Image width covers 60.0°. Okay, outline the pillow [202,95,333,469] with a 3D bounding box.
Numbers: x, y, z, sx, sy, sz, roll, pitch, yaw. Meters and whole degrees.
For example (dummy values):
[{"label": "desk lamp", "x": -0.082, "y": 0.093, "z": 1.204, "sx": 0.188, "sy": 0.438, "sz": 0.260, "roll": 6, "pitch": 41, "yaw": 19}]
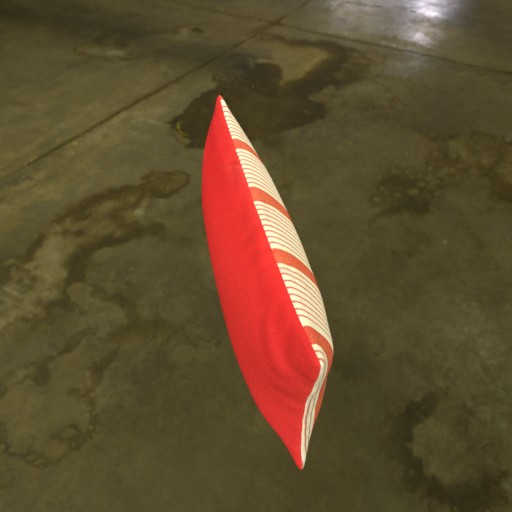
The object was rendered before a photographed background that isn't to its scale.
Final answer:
[{"label": "pillow", "x": 0.000, "y": 0.000, "z": 0.751, "sx": 0.151, "sy": 0.297, "sz": 0.608, "roll": -9, "pitch": 46, "yaw": -9}]
